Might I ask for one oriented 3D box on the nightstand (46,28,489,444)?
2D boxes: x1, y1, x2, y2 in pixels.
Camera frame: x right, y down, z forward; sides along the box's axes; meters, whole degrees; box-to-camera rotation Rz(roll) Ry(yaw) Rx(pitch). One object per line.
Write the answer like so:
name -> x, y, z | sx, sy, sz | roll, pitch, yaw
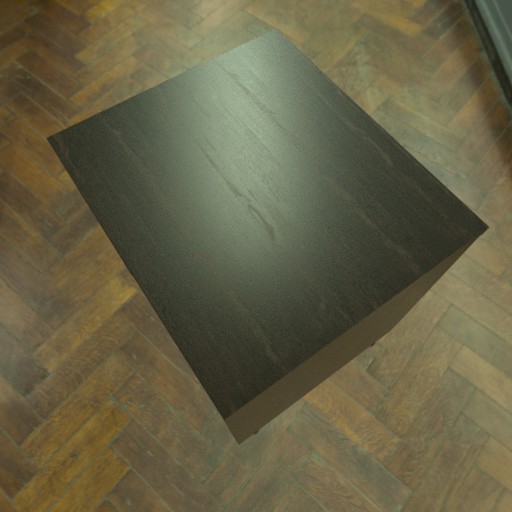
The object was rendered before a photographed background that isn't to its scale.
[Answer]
nightstand -> 0.000, 0.000, 0.849 | 0.427, 0.487, 0.489 | -32, 68, -15
